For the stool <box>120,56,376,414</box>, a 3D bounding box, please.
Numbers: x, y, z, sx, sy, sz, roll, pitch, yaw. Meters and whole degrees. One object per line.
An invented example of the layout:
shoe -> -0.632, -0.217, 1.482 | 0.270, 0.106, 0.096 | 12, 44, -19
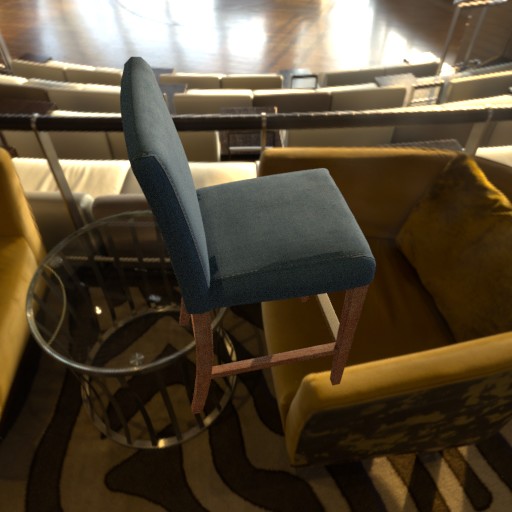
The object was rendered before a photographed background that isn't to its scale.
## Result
stool -> 0.000, 0.000, 1.347 | 0.574, 1.088, 0.454 | -10, 48, -9
